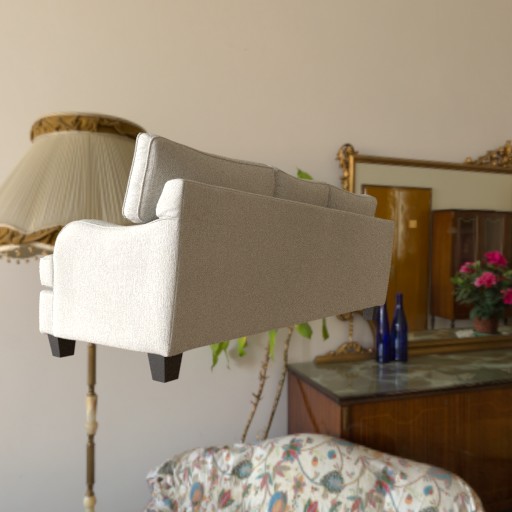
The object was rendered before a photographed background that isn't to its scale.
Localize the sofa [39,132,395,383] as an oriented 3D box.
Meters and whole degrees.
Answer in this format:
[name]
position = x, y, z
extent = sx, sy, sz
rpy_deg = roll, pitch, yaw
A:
[sofa]
position = 0.000, 0.000, 2.809
extent = 1.016, 0.991, 2.323
rpy_deg = 0, 0, 36
